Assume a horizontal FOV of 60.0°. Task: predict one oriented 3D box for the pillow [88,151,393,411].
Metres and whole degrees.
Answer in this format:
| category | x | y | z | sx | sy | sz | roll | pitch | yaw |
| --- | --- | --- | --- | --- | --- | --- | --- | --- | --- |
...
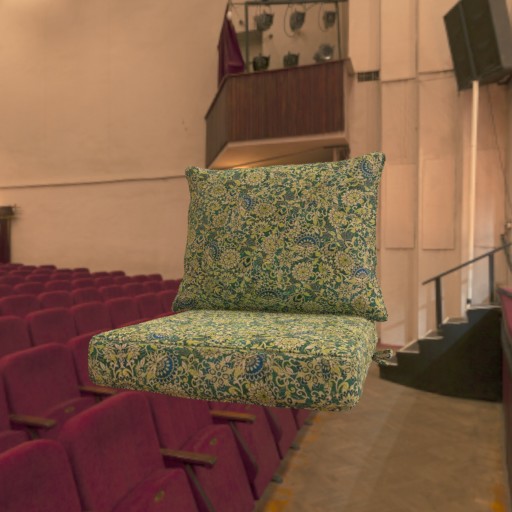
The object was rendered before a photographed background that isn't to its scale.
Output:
| category | x | y | z | sx | sy | sz | roll | pitch | yaw |
| --- | --- | --- | --- | --- | --- | --- | --- | --- | --- |
| pillow | 0.000 | 0.000 | 1.371 | 0.798 | 0.722 | 0.740 | 0 | 0 | 18 |
